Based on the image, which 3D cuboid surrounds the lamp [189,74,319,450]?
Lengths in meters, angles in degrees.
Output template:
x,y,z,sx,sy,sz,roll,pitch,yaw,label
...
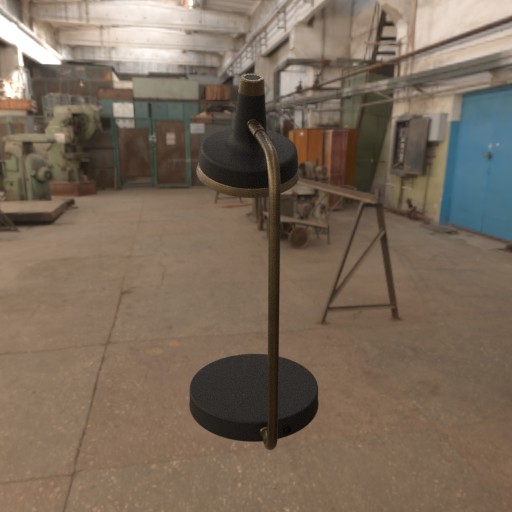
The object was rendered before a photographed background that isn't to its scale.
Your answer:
x,y,z,sx,sy,sz,roll,pitch,yaw,label
0.000,0.000,0.495,0.162,0.385,0.218,-2,15,-9,lamp
